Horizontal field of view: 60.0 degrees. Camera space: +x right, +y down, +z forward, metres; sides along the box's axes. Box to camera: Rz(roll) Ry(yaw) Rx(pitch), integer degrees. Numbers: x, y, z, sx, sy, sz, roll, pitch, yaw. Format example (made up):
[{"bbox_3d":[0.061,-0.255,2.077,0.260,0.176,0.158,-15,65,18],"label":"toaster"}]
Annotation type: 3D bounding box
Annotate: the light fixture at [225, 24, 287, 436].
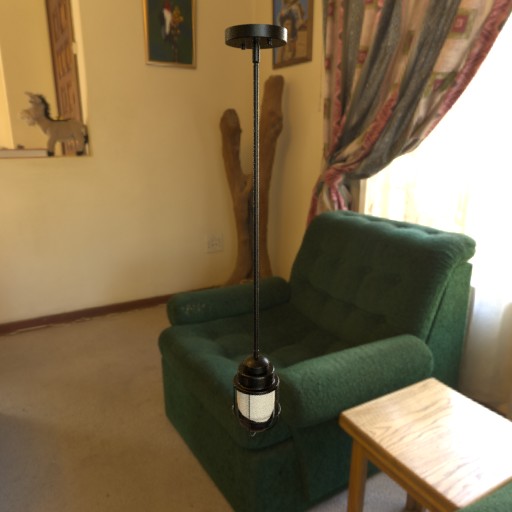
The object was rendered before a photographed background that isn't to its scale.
[{"bbox_3d":[0.000,0.000,0.997,0.123,0.920,0.123,14,21,42],"label":"light fixture"}]
